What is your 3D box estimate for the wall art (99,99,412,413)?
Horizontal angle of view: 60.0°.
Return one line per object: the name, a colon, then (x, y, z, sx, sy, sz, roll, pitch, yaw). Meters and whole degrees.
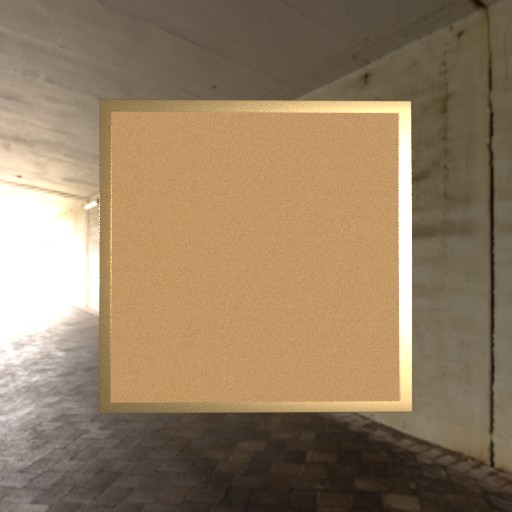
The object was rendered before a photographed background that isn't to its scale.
wall art: (0.000, 0.000, 0.444, 0.305, 0.305, 0.023, 0, -1, -1)
